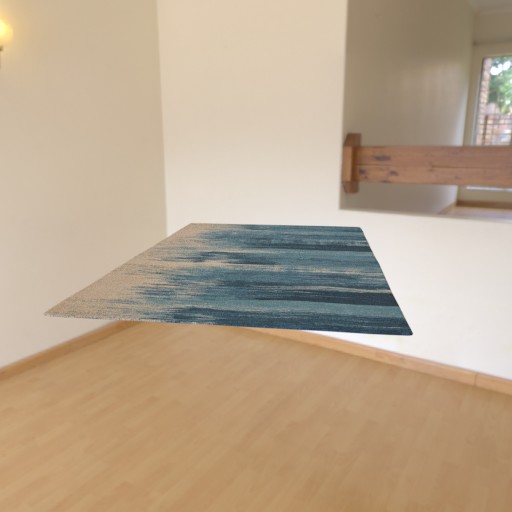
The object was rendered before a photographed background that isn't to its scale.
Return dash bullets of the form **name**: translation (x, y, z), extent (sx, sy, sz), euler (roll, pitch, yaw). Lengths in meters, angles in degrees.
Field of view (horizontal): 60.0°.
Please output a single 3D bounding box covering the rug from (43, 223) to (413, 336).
- **rug**: translation (0.000, 0.000, 2.304), extent (1.232, 0.009, 1.836), euler (2, 14, 8)
